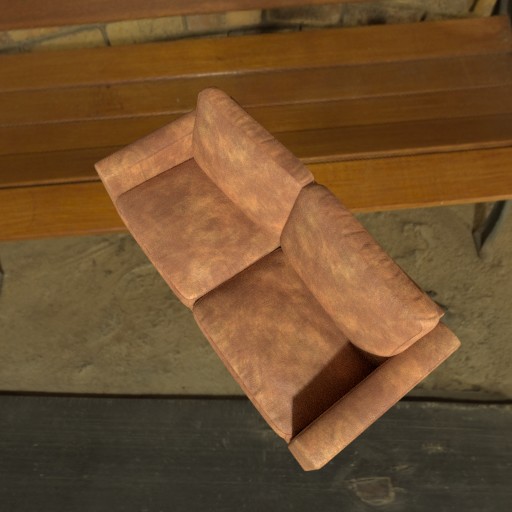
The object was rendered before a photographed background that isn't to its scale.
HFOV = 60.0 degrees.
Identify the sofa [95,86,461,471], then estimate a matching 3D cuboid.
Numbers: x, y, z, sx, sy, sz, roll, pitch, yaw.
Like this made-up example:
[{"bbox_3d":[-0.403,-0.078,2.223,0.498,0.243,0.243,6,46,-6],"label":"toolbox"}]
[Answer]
[{"bbox_3d":[0.000,0.000,2.632,1.016,0.873,2.179,-34,68,-15],"label":"sofa"}]
